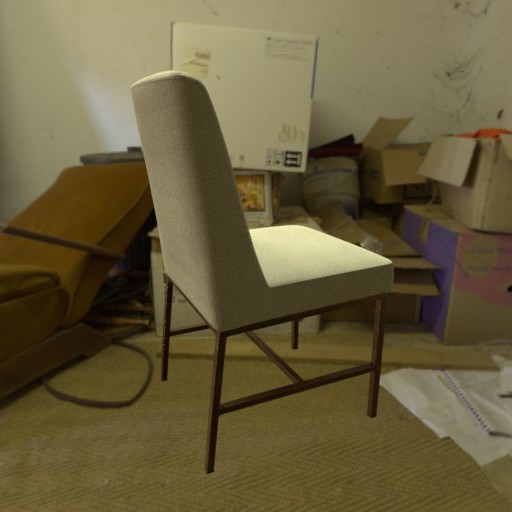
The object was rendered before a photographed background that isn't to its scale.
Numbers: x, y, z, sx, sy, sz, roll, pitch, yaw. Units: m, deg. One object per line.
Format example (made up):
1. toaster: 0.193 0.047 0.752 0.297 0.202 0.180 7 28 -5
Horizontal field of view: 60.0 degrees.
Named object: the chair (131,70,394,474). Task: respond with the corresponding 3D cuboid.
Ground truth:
1. chair: 0.000 0.000 1.266 0.597 0.933 0.503 -8 18 -24
